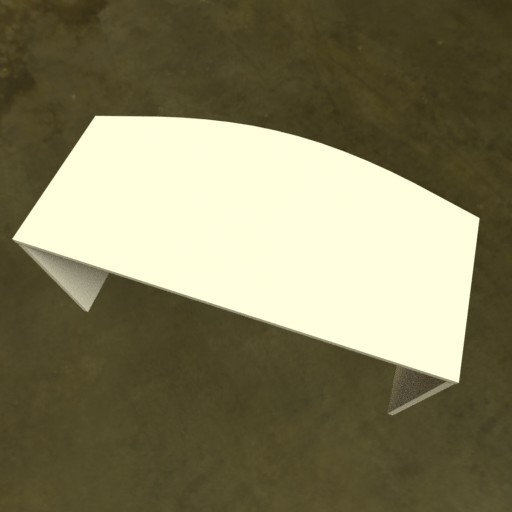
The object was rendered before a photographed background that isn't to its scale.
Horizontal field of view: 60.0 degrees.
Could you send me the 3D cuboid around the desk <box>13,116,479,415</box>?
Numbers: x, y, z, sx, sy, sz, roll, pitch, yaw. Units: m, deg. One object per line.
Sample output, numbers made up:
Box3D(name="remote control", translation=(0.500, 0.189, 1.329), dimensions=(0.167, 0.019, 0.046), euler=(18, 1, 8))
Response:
Box3D(name="desk", translation=(0.000, 0.000, 2.001), dimensions=(1.600, 0.750, 0.802), euler=(17, 64, 8))
